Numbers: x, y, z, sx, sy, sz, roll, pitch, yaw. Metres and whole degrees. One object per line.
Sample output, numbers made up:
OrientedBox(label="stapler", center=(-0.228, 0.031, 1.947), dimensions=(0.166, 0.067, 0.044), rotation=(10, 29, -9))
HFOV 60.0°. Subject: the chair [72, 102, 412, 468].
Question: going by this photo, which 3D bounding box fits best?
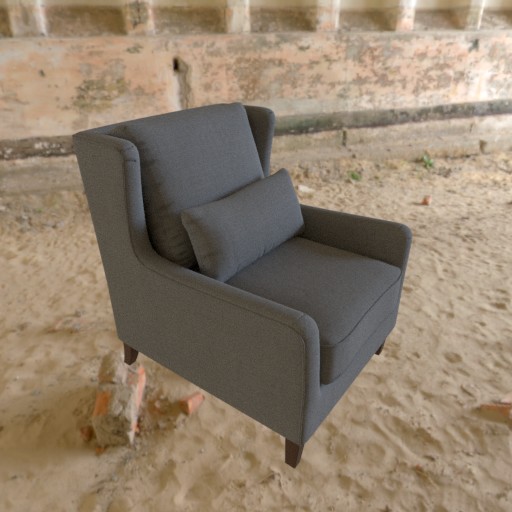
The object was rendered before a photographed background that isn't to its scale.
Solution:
OrientedBox(label="chair", center=(0.000, 0.000, 1.789), dimensions=(1.040, 1.056, 0.866), rotation=(19, 33, 32))
